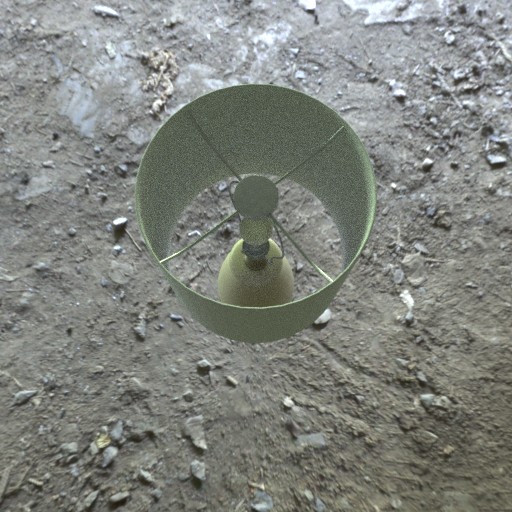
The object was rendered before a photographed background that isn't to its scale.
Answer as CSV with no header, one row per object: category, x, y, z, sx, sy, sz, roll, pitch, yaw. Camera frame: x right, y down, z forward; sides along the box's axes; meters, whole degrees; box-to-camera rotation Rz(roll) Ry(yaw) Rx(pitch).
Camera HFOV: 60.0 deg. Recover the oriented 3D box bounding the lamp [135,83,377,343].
lamp,0.000,0.000,0.478,0.186,0.369,0.186,0,76,0
